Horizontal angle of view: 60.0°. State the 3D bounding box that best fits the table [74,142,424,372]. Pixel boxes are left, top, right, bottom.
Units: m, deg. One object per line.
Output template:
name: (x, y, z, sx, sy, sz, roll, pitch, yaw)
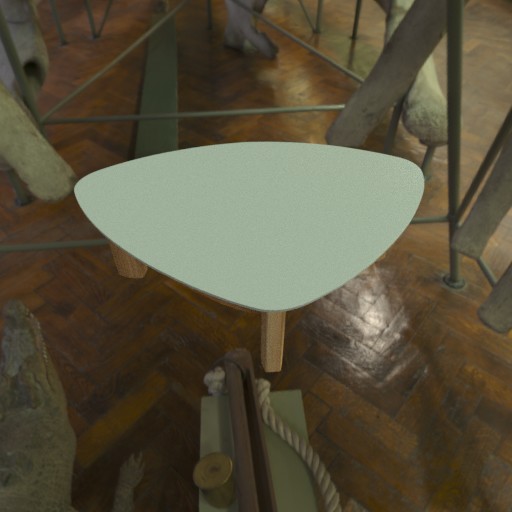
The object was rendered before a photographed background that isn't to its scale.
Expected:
table: (0.000, 0.000, 1.626, 1.250, 0.440, 0.850, -3, 45, -3)
